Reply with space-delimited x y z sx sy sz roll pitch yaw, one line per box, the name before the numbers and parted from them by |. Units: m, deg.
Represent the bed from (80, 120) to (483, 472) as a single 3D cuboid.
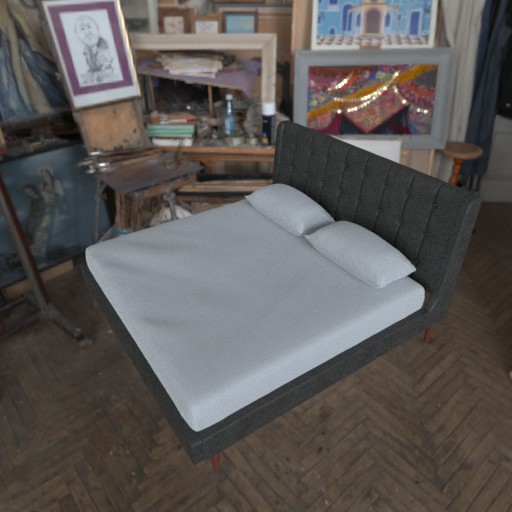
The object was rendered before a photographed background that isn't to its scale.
bed | 0.000 0.000 3.147 2.031 1.158 1.903 -20 38 -28
